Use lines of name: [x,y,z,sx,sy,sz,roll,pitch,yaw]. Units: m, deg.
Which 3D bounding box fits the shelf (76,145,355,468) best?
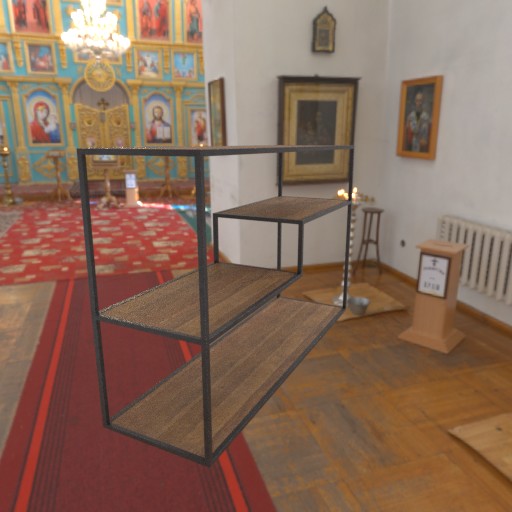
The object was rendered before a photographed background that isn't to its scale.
shelf: [0.000,0.000,1.594,0.361,0.765,1.201,7,16,26]
